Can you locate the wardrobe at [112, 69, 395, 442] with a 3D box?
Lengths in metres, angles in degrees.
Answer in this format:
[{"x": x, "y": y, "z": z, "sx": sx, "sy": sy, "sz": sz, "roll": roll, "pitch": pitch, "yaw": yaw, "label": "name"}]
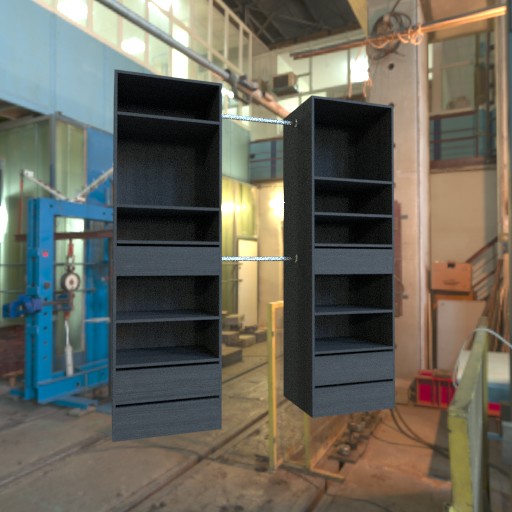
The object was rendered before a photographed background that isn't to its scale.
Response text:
[{"x": 0.000, "y": 0.000, "z": 2.883, "sx": 1.770, "sy": 2.000, "sz": 0.480, "roll": 0, "pitch": -1, "yaw": -18, "label": "wardrobe"}]
